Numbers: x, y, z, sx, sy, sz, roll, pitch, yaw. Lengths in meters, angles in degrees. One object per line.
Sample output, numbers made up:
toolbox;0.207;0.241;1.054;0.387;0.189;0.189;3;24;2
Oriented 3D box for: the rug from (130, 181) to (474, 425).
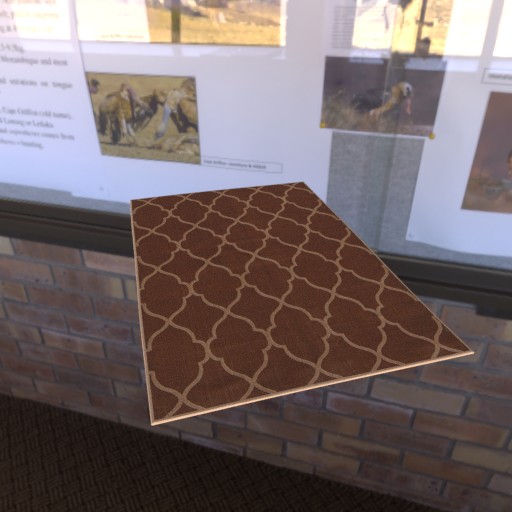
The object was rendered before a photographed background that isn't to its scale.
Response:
rug;0.000;0.000;2.879;1.526;0.014;2.290;-8;32;-13
